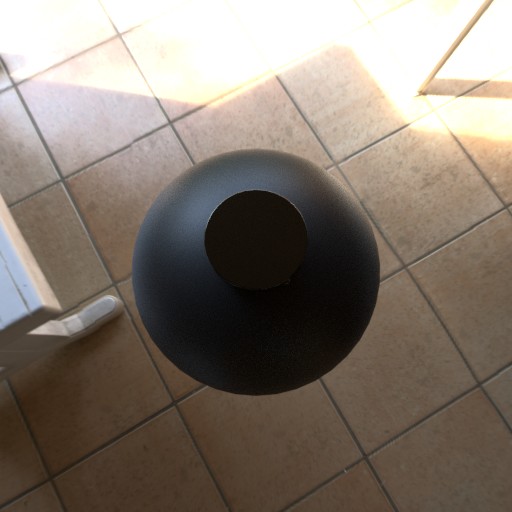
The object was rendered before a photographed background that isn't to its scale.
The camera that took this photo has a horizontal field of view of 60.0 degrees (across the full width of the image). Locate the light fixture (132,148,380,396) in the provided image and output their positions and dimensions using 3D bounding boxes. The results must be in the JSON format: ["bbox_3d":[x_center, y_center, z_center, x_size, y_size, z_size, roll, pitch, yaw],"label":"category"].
[{"bbox_3d":[0.000,0.000,0.563,0.355,0.177,0.355,0,77,0],"label":"light fixture"}]
